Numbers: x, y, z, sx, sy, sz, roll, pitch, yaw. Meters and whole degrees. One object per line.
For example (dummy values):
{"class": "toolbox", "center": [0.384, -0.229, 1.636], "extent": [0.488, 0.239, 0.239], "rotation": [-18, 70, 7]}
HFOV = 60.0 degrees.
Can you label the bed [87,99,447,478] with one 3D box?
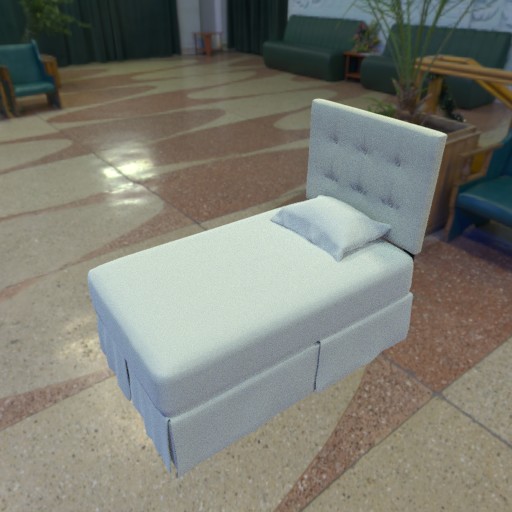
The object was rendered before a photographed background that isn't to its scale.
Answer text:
{"class": "bed", "center": [0.000, 0.000, 2.925], "extent": [1.997, 1.571, 1.261], "rotation": [-20, 37, -29]}
